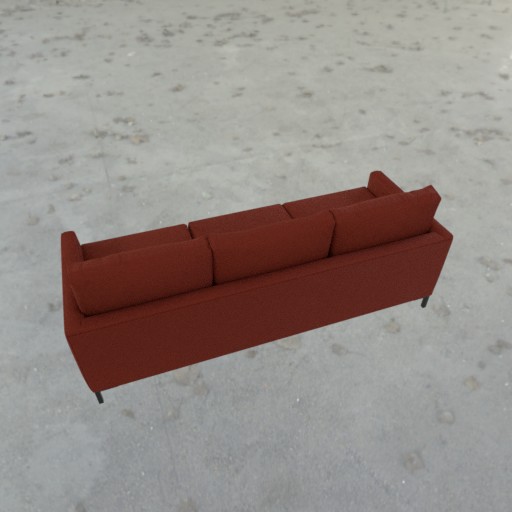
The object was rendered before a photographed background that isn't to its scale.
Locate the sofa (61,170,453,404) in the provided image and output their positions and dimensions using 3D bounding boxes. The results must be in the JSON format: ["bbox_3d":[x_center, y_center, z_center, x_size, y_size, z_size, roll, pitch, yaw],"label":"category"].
[{"bbox_3d":[0.000,0.000,2.790,2.252,0.879,0.875,-13,42,-15],"label":"sofa"}]
